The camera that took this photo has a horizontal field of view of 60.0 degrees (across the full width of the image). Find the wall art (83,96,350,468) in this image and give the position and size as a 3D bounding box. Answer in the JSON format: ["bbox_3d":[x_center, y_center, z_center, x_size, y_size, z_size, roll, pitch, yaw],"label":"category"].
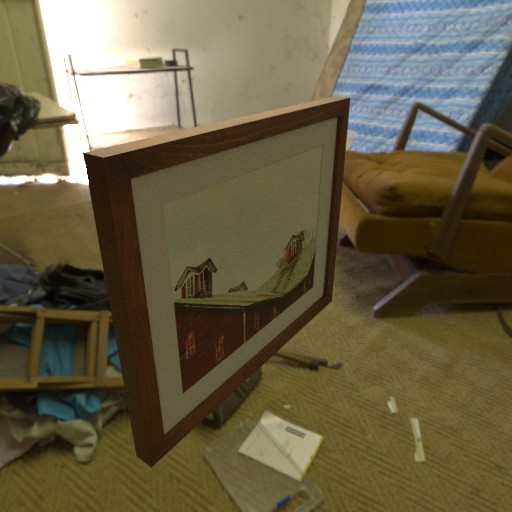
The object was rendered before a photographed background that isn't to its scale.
[{"bbox_3d":[0.000,0.000,0.753,0.033,0.457,0.558,18,32,32],"label":"wall art"}]
